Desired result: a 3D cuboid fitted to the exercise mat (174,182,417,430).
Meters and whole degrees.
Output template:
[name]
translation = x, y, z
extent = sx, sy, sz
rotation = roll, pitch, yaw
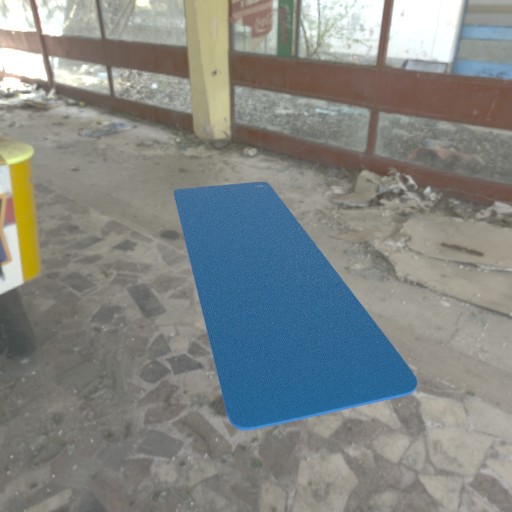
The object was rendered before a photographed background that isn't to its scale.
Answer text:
[exercise mat]
translation = 0.000, 0.000, 2.094
extent = 0.616, 0.021, 1.869
rotation = -7, 31, -12
